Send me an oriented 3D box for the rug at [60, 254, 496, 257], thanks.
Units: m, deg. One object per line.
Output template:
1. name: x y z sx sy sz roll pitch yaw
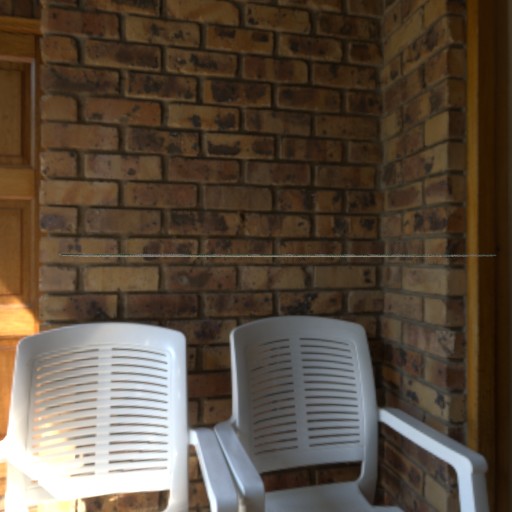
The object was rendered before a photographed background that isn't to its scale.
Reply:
1. rug: 0.000 0.000 4.048 3.045 0.007 2.436 0 0 -18
